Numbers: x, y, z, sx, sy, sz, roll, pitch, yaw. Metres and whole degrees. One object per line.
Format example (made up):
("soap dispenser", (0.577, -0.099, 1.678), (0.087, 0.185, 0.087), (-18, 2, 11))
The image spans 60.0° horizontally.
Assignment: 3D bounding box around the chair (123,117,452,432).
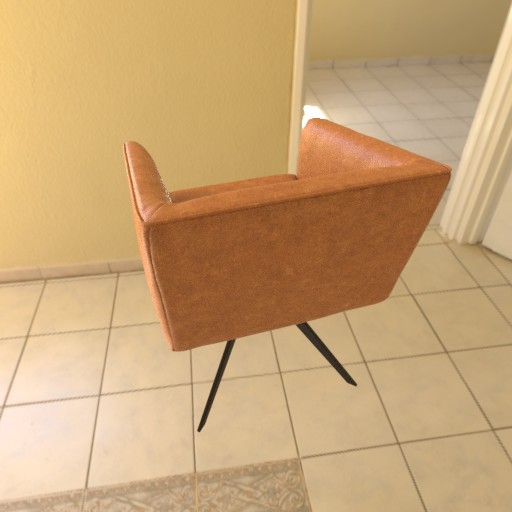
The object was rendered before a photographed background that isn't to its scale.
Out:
("chair", (0.000, 0.000, 1.210), (0.588, 0.760, 0.625), (-12, 41, -14))
